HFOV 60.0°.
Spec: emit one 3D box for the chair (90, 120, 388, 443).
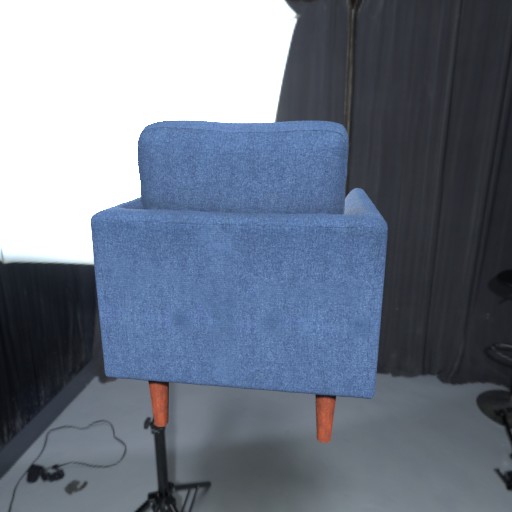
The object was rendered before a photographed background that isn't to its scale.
[{"bbox_3d":[0.000,0.000,1.655,0.858,0.957,0.899,2,16,8],"label":"chair"}]
